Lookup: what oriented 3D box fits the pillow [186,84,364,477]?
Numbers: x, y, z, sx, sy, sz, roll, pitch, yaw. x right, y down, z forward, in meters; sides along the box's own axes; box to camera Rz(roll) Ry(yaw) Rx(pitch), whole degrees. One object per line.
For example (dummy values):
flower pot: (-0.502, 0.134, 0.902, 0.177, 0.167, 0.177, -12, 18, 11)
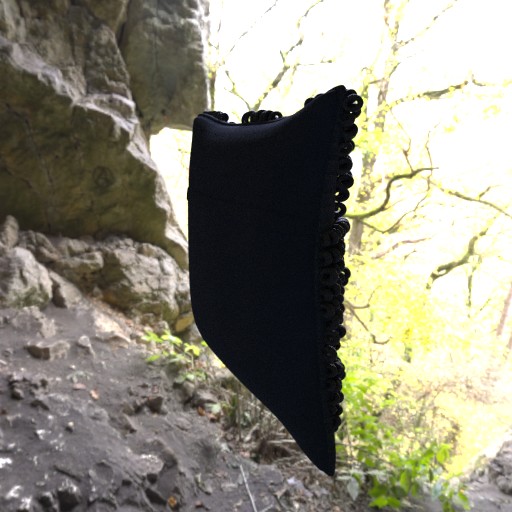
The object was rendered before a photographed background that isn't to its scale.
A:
pillow: (0.000, 0.000, 0.705, 0.172, 0.466, 0.469, -7, 16, -26)
